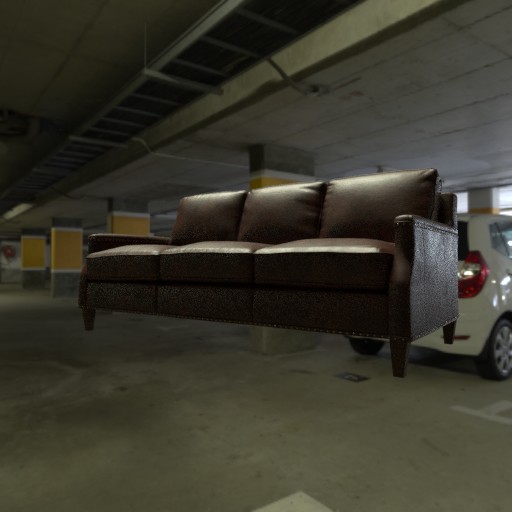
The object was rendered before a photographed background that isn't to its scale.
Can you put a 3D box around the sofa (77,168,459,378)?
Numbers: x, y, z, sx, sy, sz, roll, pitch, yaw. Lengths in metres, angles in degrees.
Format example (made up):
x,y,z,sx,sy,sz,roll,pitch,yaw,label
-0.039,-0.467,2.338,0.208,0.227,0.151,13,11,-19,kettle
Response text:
x,y,z,sx,sy,sz,roll,pitch,yaw,label
0.000,0.000,2.794,2.240,1.003,1.084,-1,-1,35,sofa
